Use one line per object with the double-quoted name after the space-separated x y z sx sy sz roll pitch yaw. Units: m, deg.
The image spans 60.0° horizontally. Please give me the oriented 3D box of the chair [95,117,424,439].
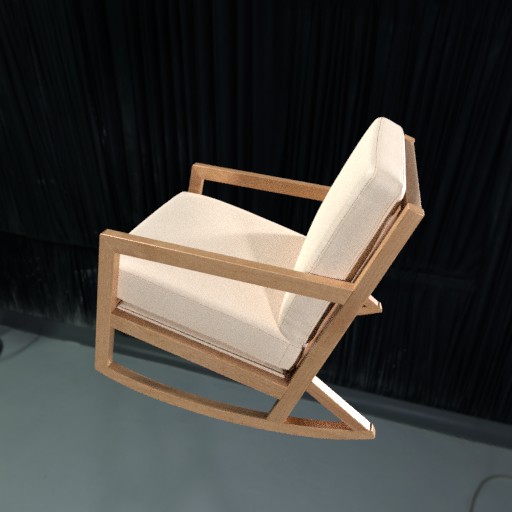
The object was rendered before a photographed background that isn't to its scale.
0.000 0.000 1.383 0.857 0.790 0.622 8 30 14 "chair"
